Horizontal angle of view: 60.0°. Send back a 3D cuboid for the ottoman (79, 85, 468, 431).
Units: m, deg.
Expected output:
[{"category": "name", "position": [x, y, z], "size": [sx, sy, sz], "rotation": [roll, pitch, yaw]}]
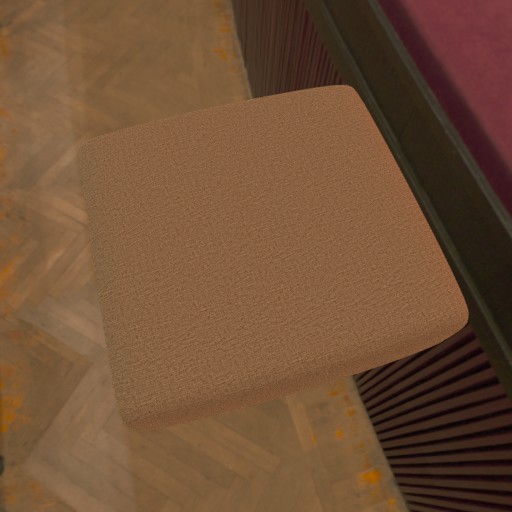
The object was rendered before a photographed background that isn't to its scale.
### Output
[{"category": "ottoman", "position": [0.000, 0.000, 1.033], "size": [0.650, 0.398, 0.649], "rotation": [-15, 65, -7]}]
